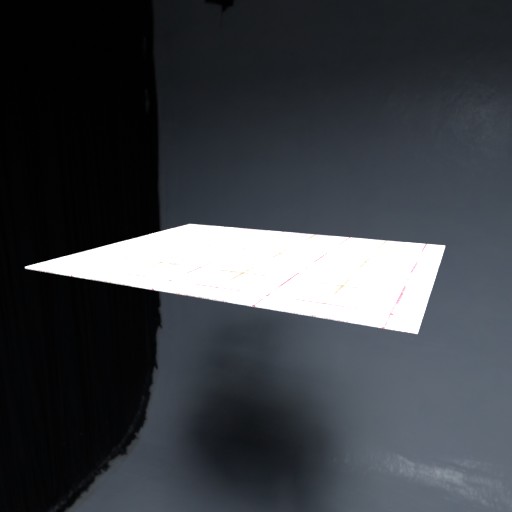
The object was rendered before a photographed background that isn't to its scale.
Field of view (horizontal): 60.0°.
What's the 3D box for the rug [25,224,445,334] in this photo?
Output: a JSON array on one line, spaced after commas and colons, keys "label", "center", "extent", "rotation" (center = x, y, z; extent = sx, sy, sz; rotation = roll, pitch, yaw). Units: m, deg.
[{"label": "rug", "center": [0.000, 0.000, 3.912], "extent": [2.959, 0.016, 2.317], "rotation": [6, 15, 25]}]
